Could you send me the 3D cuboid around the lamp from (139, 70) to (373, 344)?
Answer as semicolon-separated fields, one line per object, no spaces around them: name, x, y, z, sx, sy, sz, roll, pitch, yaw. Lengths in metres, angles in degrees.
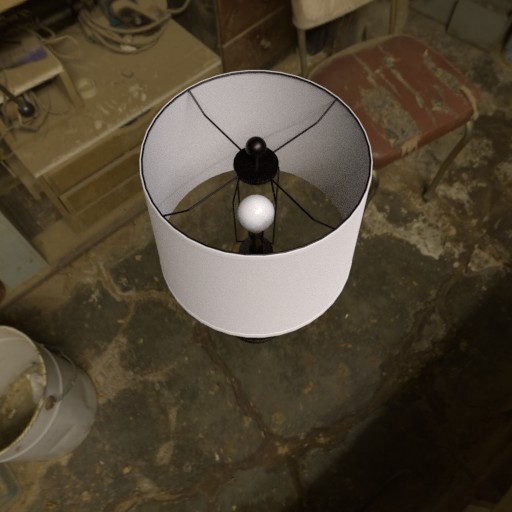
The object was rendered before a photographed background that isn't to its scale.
lamp;0.000;0.000;0.936;0.383;0.726;0.383;0;64;0
